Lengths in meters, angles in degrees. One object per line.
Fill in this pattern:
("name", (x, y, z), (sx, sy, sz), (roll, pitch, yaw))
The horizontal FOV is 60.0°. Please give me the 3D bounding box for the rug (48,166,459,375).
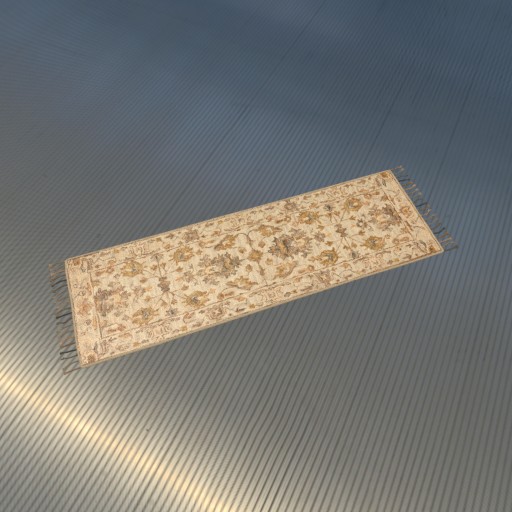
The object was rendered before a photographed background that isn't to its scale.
("rug", (0.000, 0.000, 2.737), (2.438, 0.021, 0.729), (-17, 60, -10))
